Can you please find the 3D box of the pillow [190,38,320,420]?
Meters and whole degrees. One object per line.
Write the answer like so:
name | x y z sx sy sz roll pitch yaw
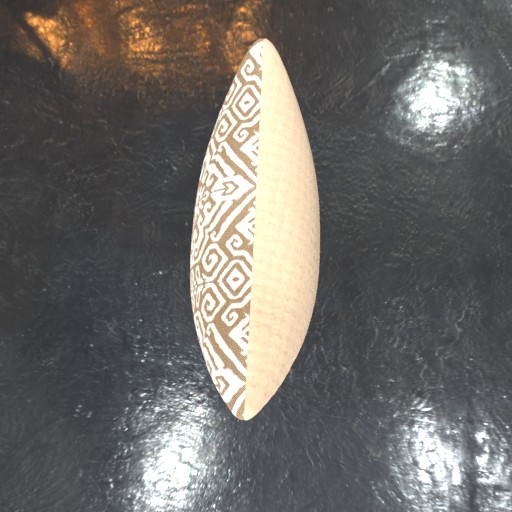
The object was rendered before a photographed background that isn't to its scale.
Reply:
pillow | 0.000 0.000 0.642 0.173 0.407 0.419 3 75 1
